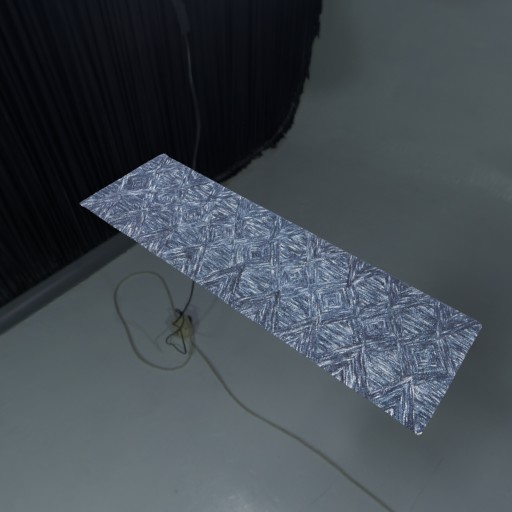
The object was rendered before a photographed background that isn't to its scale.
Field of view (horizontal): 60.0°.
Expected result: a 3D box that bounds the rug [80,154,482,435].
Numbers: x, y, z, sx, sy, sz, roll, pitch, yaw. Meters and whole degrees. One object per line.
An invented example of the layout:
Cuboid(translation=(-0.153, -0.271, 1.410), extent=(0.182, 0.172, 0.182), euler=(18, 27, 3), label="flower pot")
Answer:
Cuboid(translation=(0.000, 0.000, 2.482), extent=(2.306, 0.013, 0.719), euler=(31, 54, 26), label="rug")
